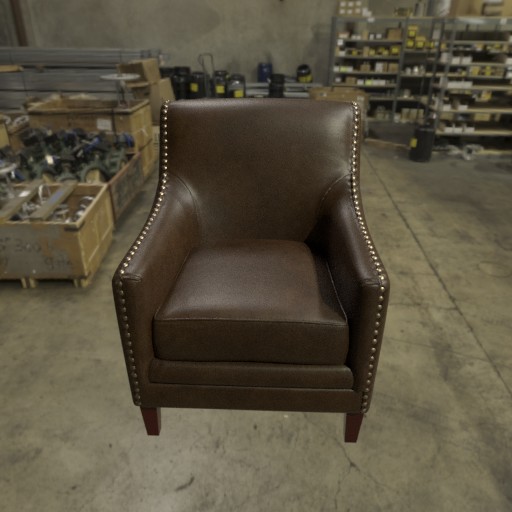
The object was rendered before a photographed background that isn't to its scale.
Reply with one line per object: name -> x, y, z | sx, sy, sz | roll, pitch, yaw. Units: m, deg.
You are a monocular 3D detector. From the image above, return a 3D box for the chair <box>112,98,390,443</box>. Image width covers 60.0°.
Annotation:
chair -> 0.000, 0.000, 1.326 | 0.639, 0.813, 0.704 | 1, 28, 2
